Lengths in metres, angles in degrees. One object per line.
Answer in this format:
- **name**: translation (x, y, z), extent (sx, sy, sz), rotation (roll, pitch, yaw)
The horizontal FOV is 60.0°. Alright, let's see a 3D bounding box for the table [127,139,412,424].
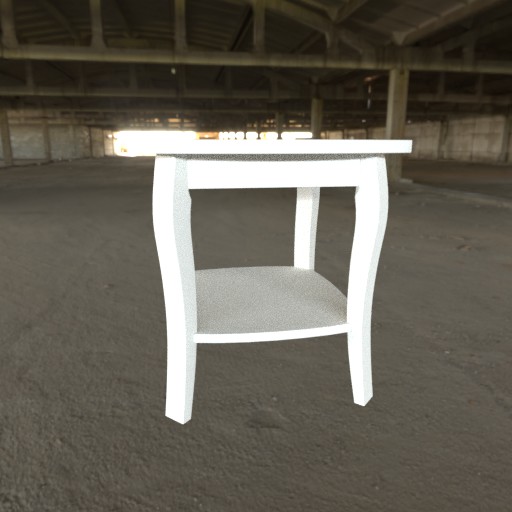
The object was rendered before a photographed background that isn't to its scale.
- **table**: translation (0.000, 0.000, 0.869), extent (0.451, 0.438, 0.502), rotation (-2, 14, -9)
